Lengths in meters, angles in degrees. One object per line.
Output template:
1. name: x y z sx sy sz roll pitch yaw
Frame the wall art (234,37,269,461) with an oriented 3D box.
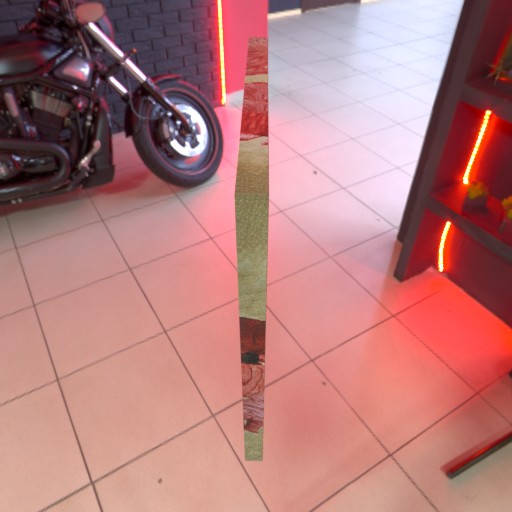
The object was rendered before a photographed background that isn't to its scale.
1. wall art: 0.000 0.000 0.679 0.028 0.508 0.406 1 43 1
